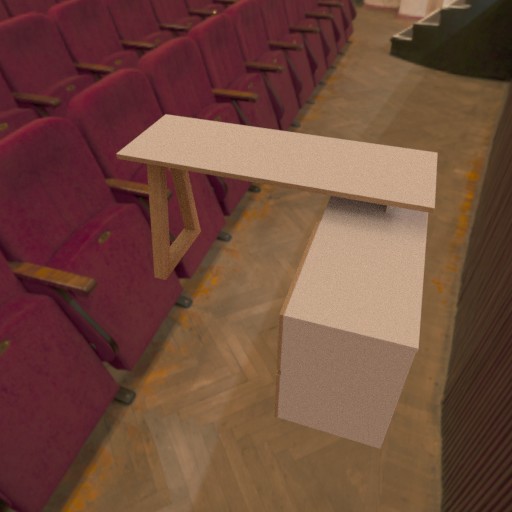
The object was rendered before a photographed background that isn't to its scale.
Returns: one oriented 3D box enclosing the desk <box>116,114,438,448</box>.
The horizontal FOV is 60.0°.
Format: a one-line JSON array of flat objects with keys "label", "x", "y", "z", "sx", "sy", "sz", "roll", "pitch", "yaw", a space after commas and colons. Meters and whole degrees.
[{"label": "desk", "x": 0.000, "y": 0.000, "z": 2.067, "sx": 1.404, "sy": 0.755, "sz": 1.098, "roll": 12, "pitch": 41, "yaw": 14}]
